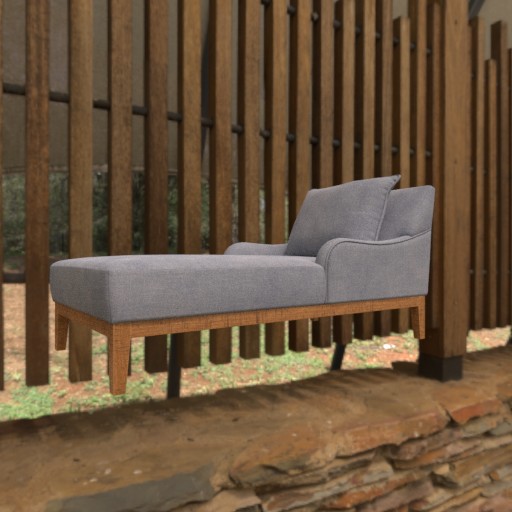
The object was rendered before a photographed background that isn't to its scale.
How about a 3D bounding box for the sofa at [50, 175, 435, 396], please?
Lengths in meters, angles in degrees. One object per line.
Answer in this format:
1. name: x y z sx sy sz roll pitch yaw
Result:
1. sofa: 0.000 0.000 2.247 1.779 0.883 0.904 0 0 -36
